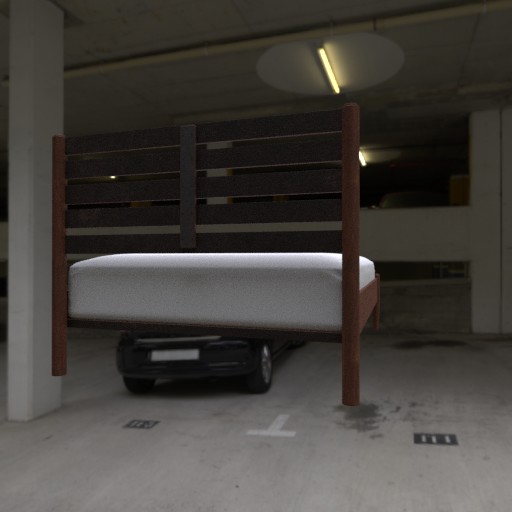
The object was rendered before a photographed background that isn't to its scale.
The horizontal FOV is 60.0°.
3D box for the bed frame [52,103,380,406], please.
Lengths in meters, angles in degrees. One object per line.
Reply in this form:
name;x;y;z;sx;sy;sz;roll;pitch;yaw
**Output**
bed frame;0.000;0.000;3.228;1.655;1.321;2.234;0;0;18
